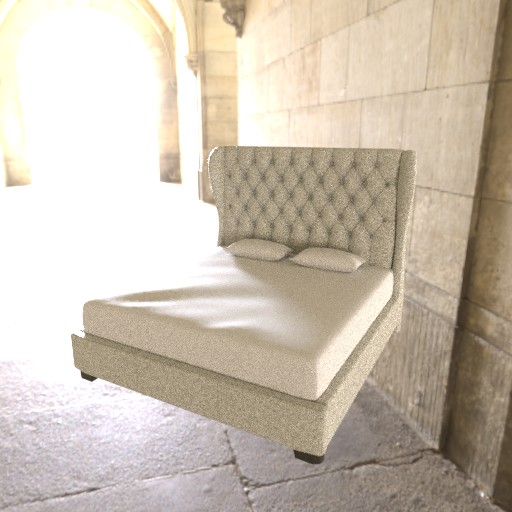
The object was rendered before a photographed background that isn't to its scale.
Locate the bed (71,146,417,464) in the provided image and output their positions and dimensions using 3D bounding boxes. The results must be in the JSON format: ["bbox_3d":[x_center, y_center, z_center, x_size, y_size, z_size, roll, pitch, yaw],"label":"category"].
[{"bbox_3d":[0.000,0.000,3.850,2.219,1.771,2.347,9,18,28],"label":"bed"}]
